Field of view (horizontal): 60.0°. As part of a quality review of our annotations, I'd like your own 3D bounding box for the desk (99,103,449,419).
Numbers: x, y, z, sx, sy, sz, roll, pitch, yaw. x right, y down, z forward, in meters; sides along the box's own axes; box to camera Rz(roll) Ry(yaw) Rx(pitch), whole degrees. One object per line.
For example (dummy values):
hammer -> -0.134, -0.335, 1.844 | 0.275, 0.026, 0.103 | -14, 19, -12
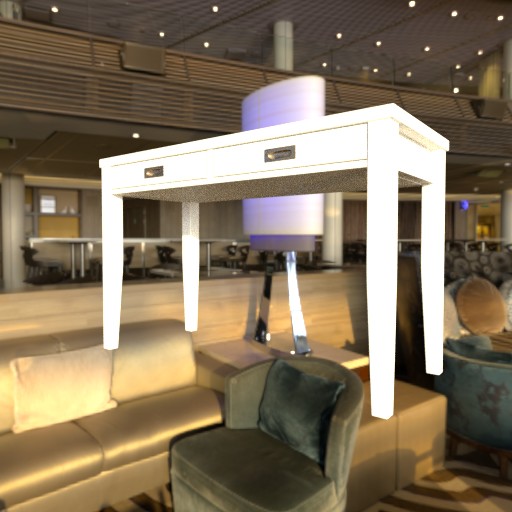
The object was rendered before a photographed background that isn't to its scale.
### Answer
desk -> 0.000, 0.000, 1.647 | 1.220, 0.775, 0.508 | 1, 2, 37
